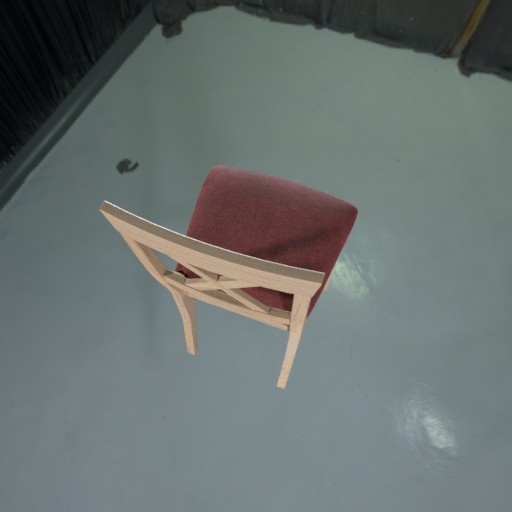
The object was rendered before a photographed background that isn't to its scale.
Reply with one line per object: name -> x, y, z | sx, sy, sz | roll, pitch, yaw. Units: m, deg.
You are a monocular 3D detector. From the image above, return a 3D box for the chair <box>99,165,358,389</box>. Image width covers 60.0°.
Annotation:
chair -> 0.000, 0.000, 1.178 | 0.439, 0.912, 0.492 | 18, 64, 9
